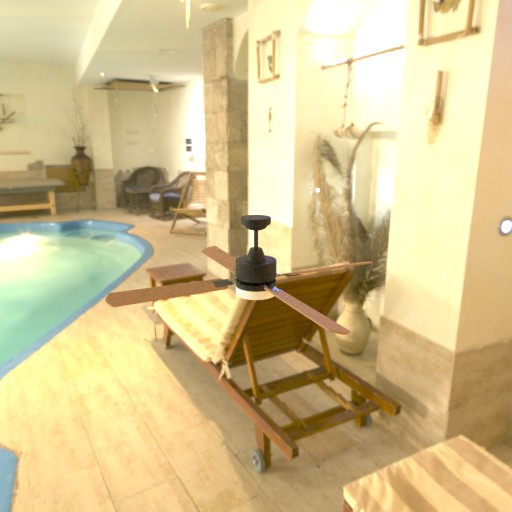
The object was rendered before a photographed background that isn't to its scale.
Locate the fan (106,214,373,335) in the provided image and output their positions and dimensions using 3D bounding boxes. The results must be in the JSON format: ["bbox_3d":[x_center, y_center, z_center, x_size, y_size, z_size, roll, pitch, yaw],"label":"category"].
[{"bbox_3d":[0.000,0.000,2.003,1.320,0.355,1.320,-7,16,-25],"label":"fan"}]
